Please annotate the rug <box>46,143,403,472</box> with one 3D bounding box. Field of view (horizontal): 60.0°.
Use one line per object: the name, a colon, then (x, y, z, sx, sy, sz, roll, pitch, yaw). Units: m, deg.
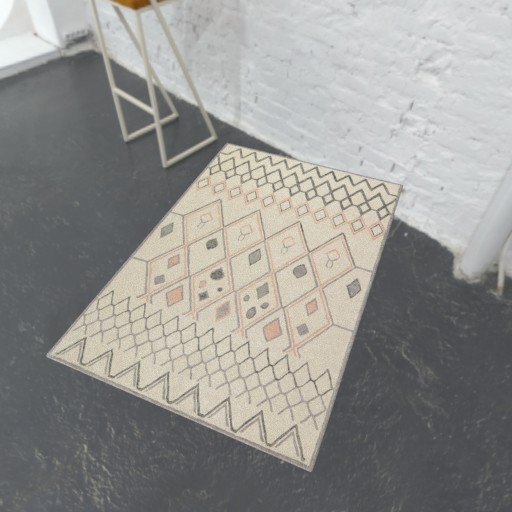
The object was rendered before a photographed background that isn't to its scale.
rug: (0.000, 0.000, 2.351, 1.219, 0.016, 1.829, 17, 49, 16)
